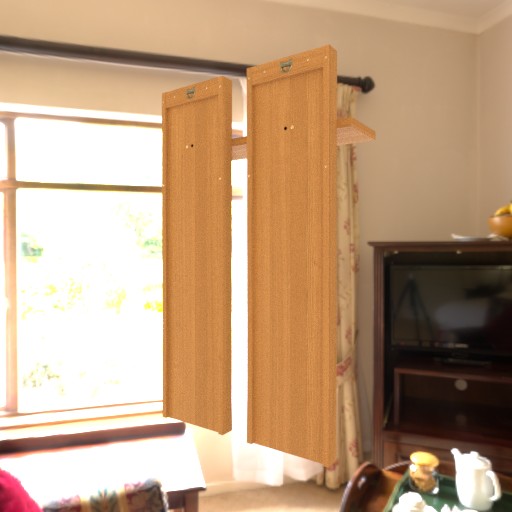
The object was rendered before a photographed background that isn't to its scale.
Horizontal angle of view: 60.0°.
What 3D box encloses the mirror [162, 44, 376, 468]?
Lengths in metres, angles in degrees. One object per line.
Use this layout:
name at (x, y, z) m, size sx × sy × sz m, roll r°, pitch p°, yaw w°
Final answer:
mirror at (0.000, 0.000, 1.616) m, size 0.800 × 1.250 × 0.260 m, roll 0°, pitch 1°, yaw 35°
